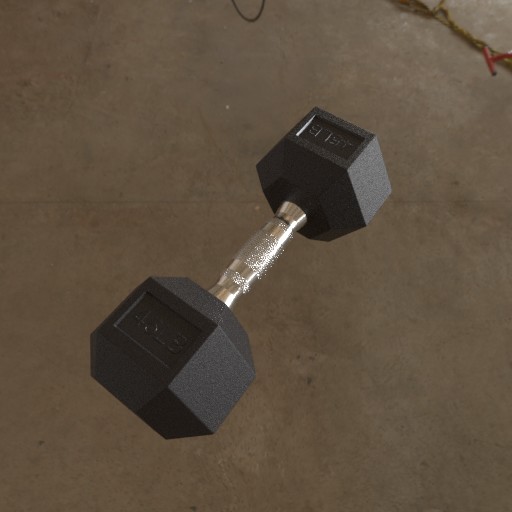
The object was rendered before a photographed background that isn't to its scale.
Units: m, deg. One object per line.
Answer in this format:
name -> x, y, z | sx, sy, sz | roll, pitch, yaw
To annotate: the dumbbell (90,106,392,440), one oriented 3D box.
dumbbell -> 0.000, 0.000, 0.436 | 0.141, 0.123, 0.356 | 32, 64, 18
